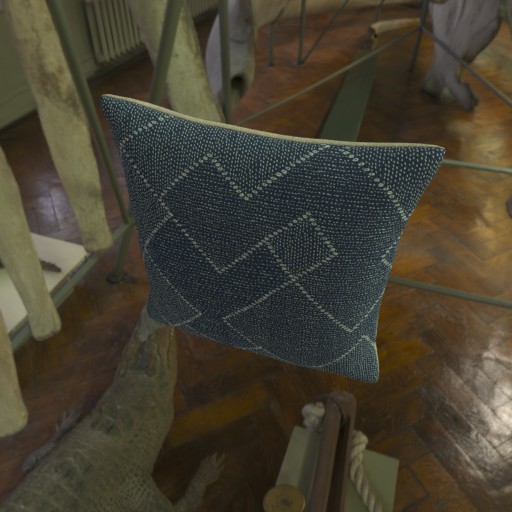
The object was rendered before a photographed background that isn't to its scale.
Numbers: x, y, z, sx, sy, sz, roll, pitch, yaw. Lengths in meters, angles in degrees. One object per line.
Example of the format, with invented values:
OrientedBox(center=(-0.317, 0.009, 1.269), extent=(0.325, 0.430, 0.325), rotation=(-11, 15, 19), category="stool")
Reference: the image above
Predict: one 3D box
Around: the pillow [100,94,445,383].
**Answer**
OrientedBox(center=(0.000, 0.000, 0.662), extent=(0.435, 0.428, 0.148), rotation=(13, 43, 15), category="pillow")
